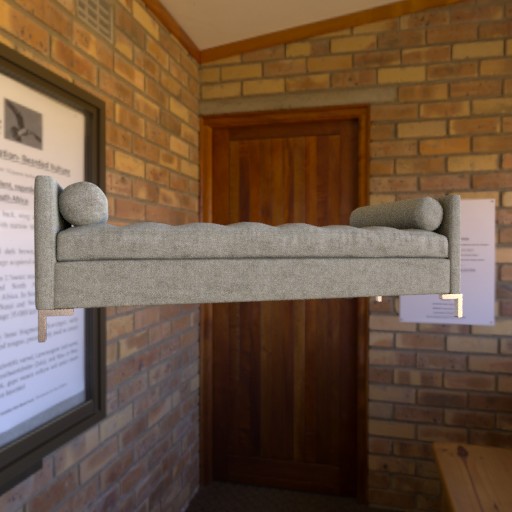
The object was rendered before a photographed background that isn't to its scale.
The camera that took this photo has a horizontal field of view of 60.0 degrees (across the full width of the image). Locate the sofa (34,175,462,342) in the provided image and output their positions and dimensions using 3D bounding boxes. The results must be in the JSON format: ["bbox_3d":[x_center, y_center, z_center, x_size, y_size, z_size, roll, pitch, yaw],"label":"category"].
[{"bbox_3d":[0.000,0.000,2.418,2.102,0.657,0.797,0,1,-18],"label":"sofa"}]
